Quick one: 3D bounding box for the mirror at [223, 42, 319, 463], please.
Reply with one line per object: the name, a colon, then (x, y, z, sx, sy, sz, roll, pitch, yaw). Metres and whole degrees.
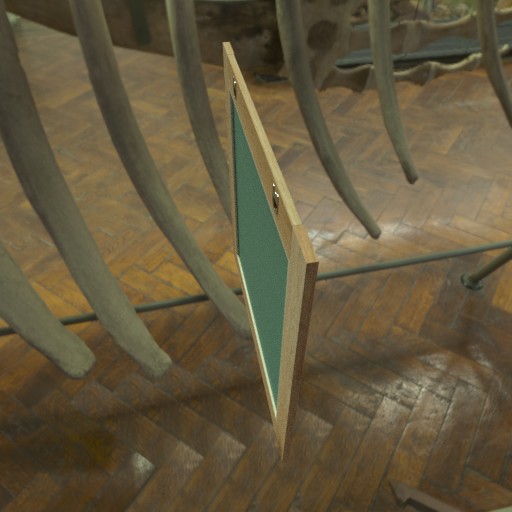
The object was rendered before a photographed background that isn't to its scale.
mirror: (0.000, 0.000, 1.181, 0.020, 0.800, 0.800, -8, 47, -8)
